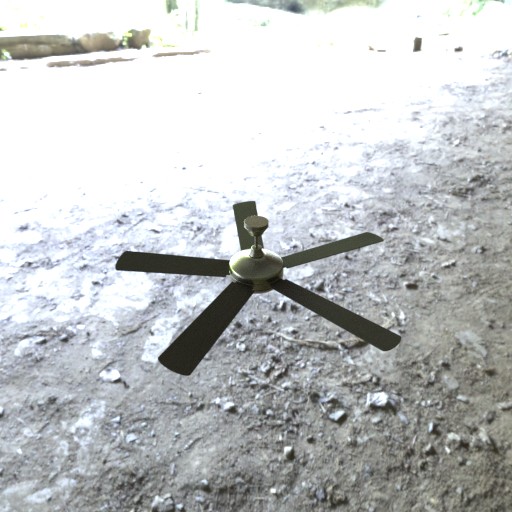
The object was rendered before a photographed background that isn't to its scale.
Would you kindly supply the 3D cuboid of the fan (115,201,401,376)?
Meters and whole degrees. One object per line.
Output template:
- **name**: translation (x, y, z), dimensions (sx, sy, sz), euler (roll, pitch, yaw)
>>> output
- **fan**: translation (0.000, 0.000, 2.002), dimensions (1.321, 0.356, 1.321), euler (10, 35, 15)
